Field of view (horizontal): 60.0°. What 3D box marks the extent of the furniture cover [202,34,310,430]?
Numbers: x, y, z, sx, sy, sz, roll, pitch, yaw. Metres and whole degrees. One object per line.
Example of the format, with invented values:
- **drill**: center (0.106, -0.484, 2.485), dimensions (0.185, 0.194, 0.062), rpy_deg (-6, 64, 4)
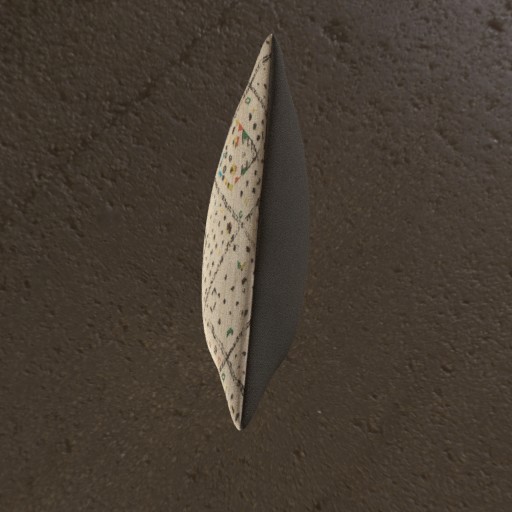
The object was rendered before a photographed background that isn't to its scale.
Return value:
- **furniture cover**: center (0.000, 0.000, 0.783), dimensions (0.180, 0.498, 0.525), rpy_deg (4, 76, 1)
